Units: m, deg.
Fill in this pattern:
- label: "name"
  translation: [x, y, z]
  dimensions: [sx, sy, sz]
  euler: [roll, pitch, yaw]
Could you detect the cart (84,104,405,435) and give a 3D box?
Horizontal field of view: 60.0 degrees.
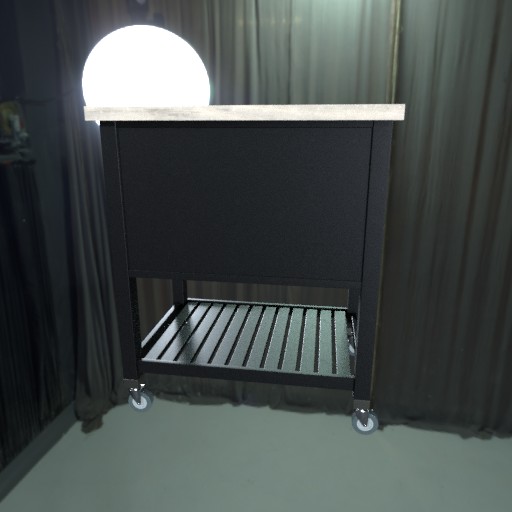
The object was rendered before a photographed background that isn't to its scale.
- label: "cart"
  translation: [0.000, 0.000, 1.464]
  dimensions: [0.797, 0.920, 0.567]
  euler: [2, 17, 8]
